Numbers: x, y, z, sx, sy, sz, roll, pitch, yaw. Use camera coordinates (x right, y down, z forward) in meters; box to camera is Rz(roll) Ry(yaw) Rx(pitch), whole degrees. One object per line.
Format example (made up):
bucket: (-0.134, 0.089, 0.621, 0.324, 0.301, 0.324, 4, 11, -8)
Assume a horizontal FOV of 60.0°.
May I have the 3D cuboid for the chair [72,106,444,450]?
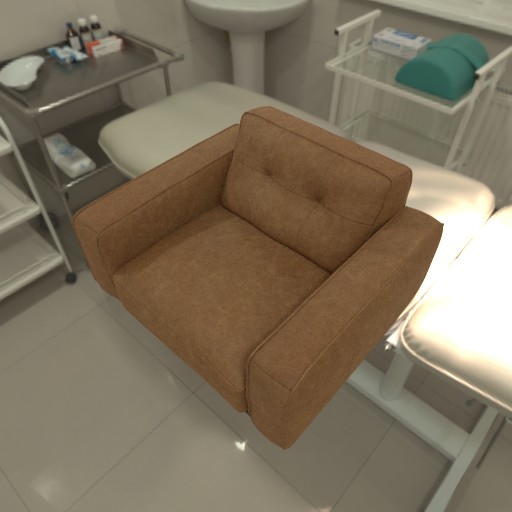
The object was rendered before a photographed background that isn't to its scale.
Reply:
chair: (0.000, 0.000, 1.793, 1.118, 0.782, 0.952, 33, 55, 28)
